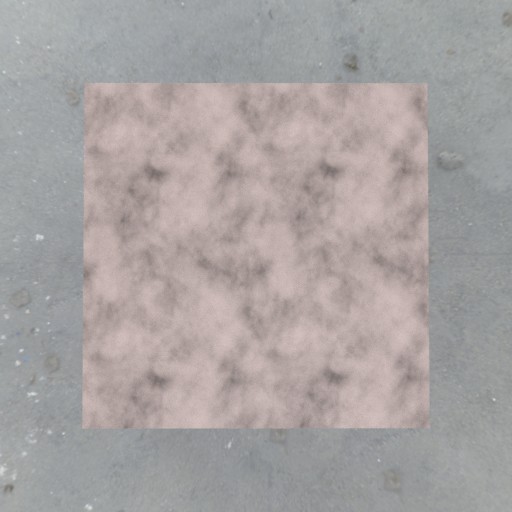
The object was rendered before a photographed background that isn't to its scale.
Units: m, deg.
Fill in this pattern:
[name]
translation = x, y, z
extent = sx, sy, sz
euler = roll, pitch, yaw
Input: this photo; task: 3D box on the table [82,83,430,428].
[table]
translation = 0.000, 0.000, 1.011
extent = 0.670, 0.305, 0.670
euler = 0, 89, 0
